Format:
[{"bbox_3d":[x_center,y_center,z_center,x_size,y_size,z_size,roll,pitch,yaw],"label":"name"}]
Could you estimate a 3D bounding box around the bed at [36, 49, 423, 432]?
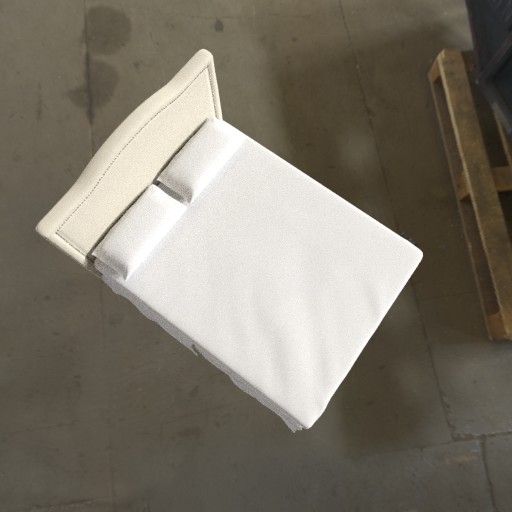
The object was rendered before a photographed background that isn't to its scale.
[{"bbox_3d":[0.000,0.000,3.326,2.196,1.449,1.741,35,77,9],"label":"bed"}]
